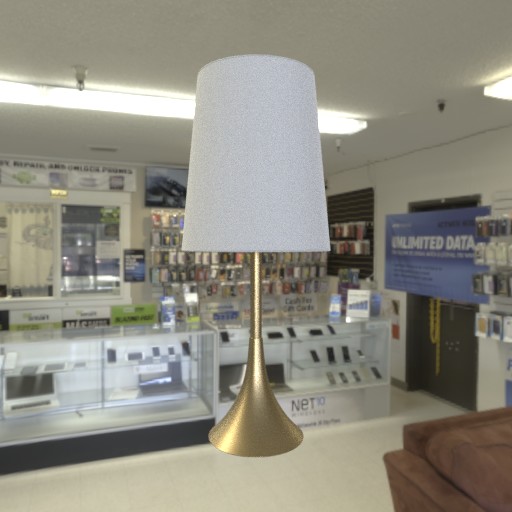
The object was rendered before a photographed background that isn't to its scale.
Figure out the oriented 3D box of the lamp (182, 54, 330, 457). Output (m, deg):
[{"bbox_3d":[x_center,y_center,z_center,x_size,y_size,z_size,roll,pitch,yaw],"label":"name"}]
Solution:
[{"bbox_3d":[0.000,0.000,0.696,0.231,0.569,0.231,0,2,0],"label":"lamp"}]
